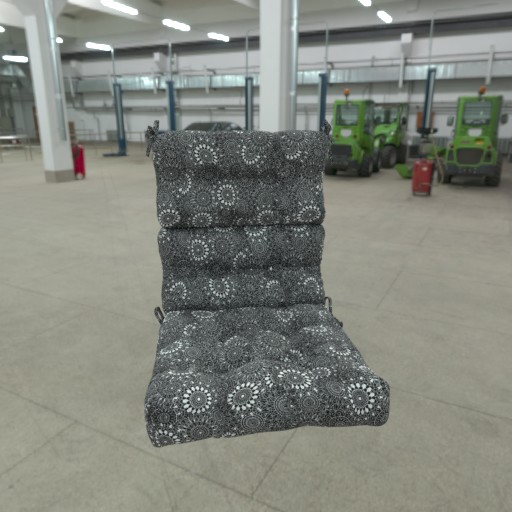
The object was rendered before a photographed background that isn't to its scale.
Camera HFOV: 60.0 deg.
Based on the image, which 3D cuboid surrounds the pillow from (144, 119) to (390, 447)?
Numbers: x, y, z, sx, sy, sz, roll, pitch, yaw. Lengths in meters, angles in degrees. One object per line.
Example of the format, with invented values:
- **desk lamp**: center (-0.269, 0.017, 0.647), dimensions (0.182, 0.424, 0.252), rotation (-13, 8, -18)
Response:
- **pillow**: center (0.000, 0.000, 1.027), dimensions (0.519, 0.605, 0.571), rotation (-2, 17, -7)
